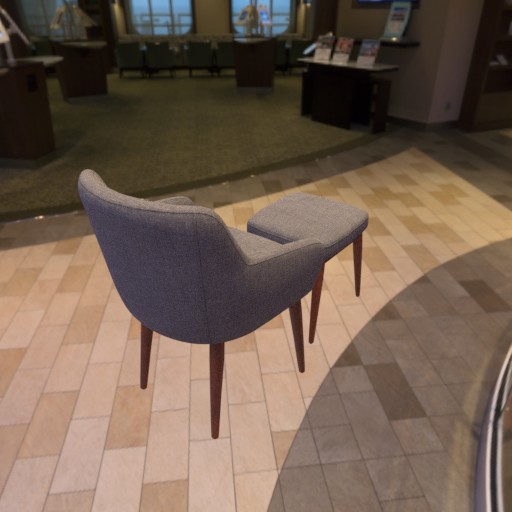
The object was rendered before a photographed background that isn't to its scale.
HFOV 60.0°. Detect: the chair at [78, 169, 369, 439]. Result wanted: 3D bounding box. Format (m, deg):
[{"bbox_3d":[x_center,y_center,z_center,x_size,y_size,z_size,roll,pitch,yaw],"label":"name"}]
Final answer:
[{"bbox_3d":[0.000,0.000,1.566,0.584,0.799,1.107,21,35,32],"label":"chair"}]
